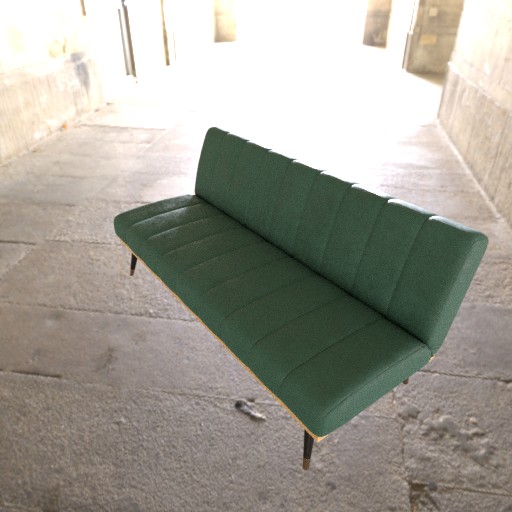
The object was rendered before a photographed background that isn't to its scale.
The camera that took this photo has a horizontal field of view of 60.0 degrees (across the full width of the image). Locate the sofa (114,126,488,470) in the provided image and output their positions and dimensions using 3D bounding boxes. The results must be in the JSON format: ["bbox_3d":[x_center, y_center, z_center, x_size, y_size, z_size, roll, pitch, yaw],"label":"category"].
[{"bbox_3d":[0.000,0.000,2.238,0.830,0.820,1.810,-21,38,-31],"label":"sofa"}]
